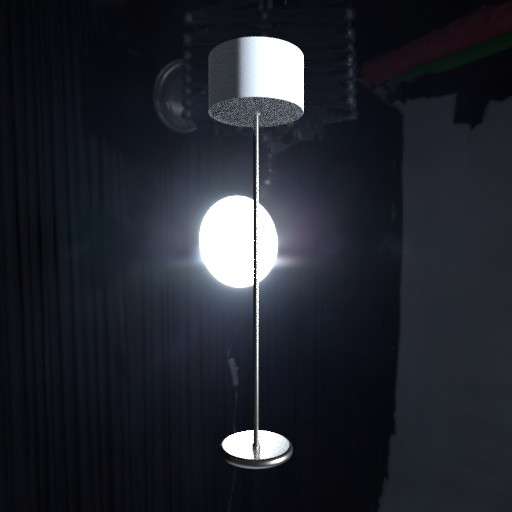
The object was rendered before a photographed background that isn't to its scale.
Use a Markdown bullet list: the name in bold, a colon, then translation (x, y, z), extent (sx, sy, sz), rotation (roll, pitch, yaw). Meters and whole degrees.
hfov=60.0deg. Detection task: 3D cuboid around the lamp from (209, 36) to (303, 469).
- **lamp**: translation (0.000, 0.000, 1.632), extent (0.347, 1.443, 0.347), rotation (0, 0, -37)
